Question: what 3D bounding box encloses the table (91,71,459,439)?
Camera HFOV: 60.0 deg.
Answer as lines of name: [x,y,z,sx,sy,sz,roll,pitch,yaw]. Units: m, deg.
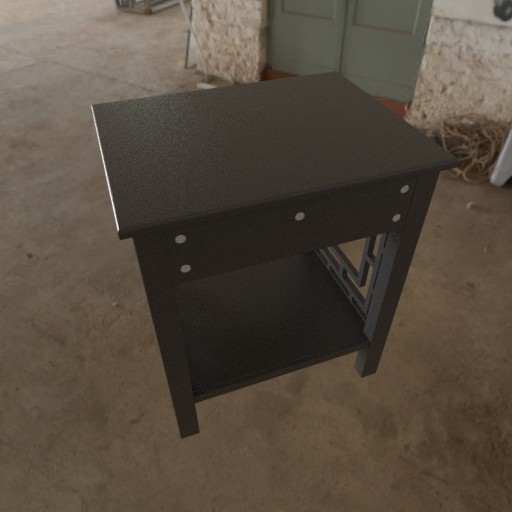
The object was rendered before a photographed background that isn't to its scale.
table: [0.000,0.000,1.044,0.564,0.646,0.451,-14,44,-15]
